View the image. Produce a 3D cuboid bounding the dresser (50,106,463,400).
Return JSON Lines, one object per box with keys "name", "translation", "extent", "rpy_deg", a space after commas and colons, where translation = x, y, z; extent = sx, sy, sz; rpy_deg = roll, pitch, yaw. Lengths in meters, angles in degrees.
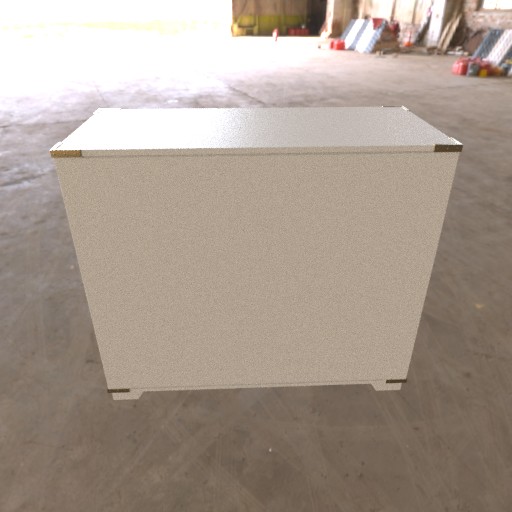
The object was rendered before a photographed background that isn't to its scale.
{"name": "dresser", "translation": [0.000, 0.000, 1.517], "extent": [1.022, 0.891, 0.460], "rpy_deg": [-1, 30, -2]}
